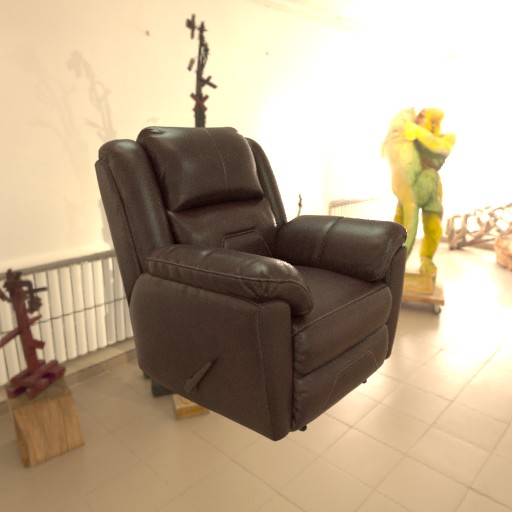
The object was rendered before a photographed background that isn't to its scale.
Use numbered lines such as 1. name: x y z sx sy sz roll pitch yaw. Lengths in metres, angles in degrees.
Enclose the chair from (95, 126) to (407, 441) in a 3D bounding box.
1. chair: 0.000 0.000 1.940 1.041 1.093 0.990 14 21 41
